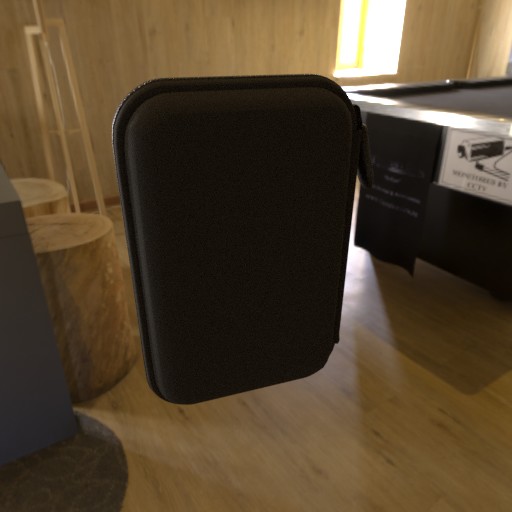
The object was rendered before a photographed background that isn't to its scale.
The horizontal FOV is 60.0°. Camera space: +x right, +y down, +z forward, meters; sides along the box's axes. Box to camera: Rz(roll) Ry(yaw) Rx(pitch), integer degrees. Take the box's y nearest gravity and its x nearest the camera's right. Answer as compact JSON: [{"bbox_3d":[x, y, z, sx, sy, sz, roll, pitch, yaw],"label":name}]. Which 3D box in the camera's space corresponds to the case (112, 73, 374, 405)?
[{"bbox_3d":[0.000,0.000,0.195,0.107,0.147,0.030,-8,28,-16],"label":"case"}]
